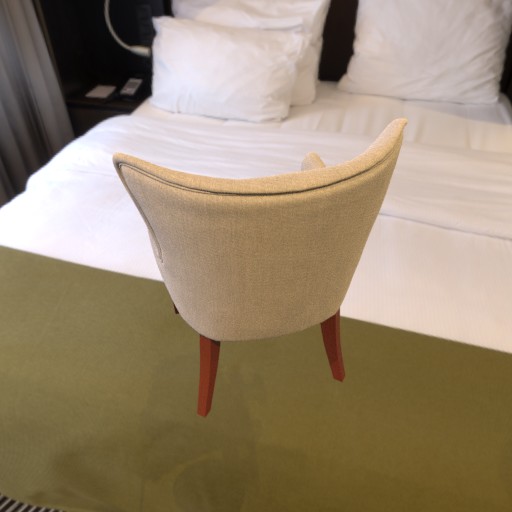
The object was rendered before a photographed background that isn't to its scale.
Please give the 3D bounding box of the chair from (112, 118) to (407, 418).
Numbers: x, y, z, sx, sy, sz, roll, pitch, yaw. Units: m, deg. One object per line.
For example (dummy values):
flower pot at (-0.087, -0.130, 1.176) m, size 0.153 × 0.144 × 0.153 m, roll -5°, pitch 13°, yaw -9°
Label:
chair at (0.000, 0.000, 1.434) m, size 0.732 × 0.948 × 0.677 m, roll -10°, pitch 40°, yaw -12°
